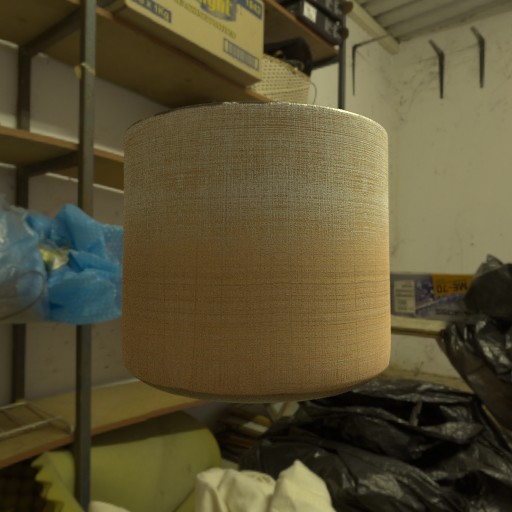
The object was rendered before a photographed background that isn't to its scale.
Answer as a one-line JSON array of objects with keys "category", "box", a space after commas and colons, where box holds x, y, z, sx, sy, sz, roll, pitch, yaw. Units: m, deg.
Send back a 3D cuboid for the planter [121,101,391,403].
[{"category": "planter", "box": [0.000, 0.000, 0.436, 0.254, 0.221, 0.254, 0, 0, 0]}]
